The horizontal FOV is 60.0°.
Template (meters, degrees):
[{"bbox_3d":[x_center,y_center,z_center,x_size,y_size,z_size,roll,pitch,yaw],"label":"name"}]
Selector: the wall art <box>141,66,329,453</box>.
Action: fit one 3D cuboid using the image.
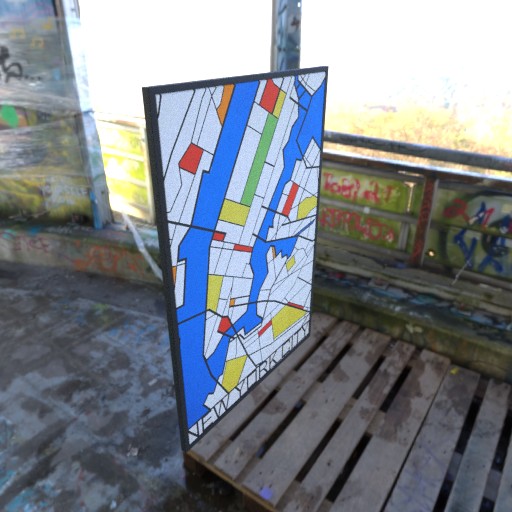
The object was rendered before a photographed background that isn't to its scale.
[{"bbox_3d":[0.000,0.000,0.867,0.013,0.660,0.460,19,33,33],"label":"wall art"}]
